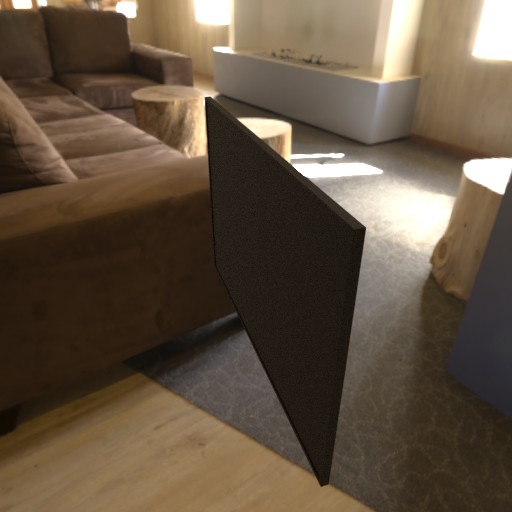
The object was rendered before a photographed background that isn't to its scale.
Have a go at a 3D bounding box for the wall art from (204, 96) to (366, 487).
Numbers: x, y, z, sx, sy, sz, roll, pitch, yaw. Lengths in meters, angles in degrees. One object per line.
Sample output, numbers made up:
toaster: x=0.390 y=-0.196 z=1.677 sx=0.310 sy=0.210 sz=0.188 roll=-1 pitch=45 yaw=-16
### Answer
wall art: x=0.000 y=0.000 z=1.499 sx=0.028 sy=0.805 sz=1.190 roll=-10 pitch=33 yaw=-16
